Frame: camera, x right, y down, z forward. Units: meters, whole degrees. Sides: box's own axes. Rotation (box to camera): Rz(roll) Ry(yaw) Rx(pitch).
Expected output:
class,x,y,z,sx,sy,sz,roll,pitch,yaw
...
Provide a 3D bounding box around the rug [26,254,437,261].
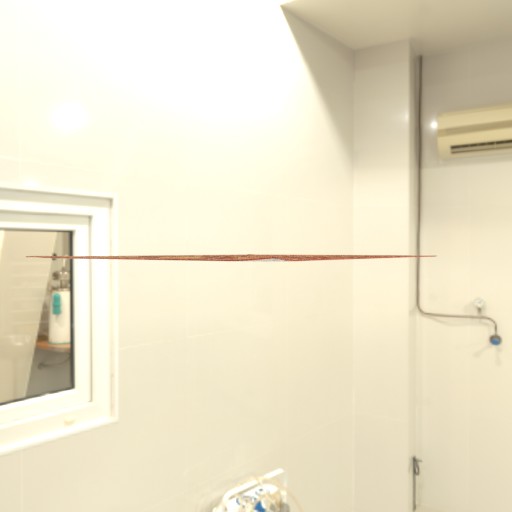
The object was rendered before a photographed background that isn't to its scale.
class,x,y,z,sx,sy,sz,roll,pitch,yaw
rug,0.000,0.000,4.170,2.489,0.030,3.086,0,1,36
